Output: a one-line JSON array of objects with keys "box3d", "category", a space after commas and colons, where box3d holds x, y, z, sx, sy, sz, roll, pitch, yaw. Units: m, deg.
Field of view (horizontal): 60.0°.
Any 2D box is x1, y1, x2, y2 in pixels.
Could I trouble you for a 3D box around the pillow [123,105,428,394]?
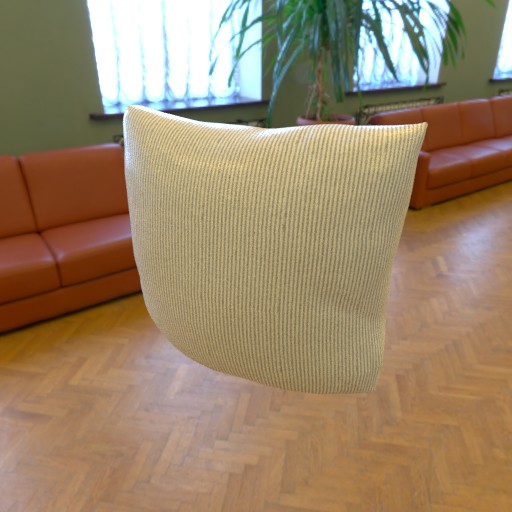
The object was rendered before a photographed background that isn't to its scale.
[{"box3d": [0.000, 0.000, 0.698, 0.310, 0.432, 0.387, -18, 31, -32], "category": "pillow"}]
